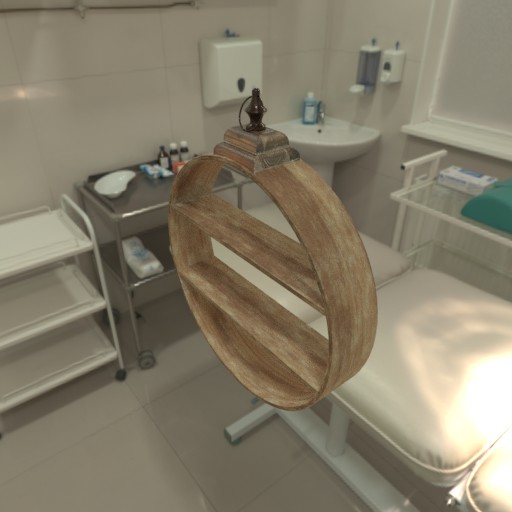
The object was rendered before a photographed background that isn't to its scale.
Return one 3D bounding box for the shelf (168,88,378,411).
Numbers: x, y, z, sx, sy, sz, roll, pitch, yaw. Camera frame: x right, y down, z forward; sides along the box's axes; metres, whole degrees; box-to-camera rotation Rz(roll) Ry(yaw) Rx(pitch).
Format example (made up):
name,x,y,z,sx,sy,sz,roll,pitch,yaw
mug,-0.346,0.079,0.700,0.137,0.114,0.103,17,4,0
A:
name,x,y,z,sx,sy,sz,roll,pitch,yaw
shelf,0.000,0.000,1.003,0.125,0.725,0.601,-23,38,-32
